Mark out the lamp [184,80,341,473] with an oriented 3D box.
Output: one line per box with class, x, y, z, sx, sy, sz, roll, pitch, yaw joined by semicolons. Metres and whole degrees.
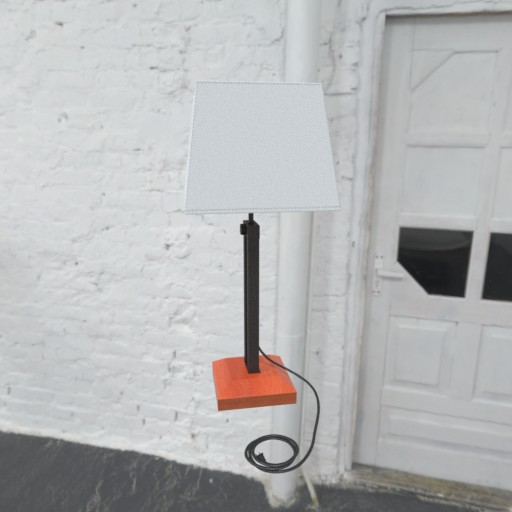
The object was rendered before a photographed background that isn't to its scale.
lamp;0.000;0.000;0.993;0.310;0.737;0.498;-2;15;-9
